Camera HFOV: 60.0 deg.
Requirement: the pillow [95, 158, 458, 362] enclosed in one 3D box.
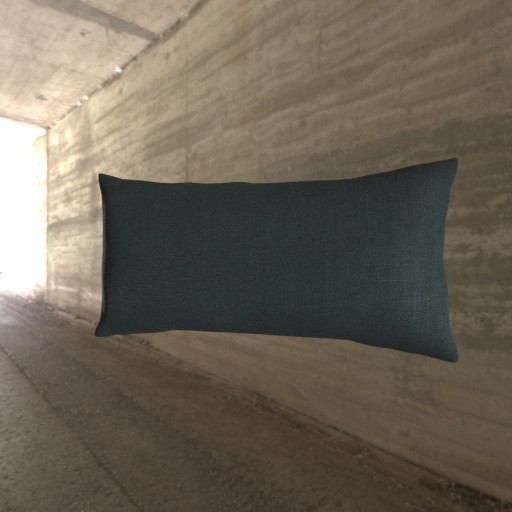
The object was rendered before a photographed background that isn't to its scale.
[{"bbox_3d":[0.000,0.000,0.726,0.609,0.305,0.151,0,0,17],"label":"pillow"}]
